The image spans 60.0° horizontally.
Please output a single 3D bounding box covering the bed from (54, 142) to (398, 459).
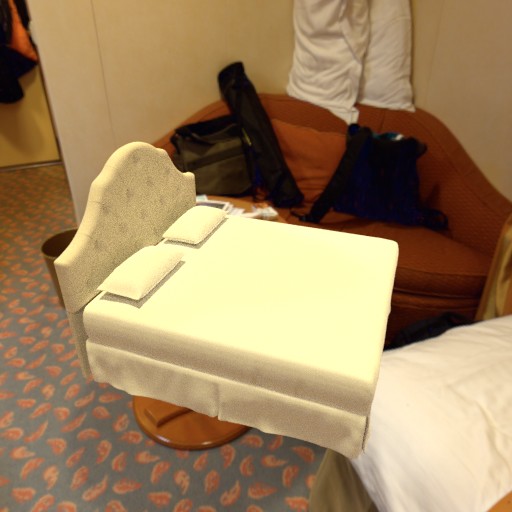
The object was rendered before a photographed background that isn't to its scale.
[{"bbox_3d":[0.000,0.000,3.595,2.214,1.615,2.008,10,31,17],"label":"bed"}]
